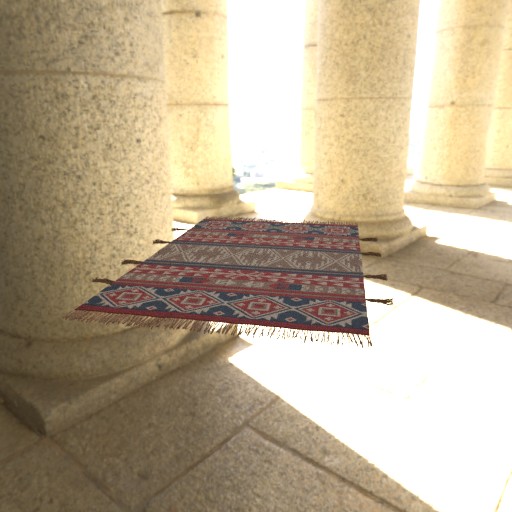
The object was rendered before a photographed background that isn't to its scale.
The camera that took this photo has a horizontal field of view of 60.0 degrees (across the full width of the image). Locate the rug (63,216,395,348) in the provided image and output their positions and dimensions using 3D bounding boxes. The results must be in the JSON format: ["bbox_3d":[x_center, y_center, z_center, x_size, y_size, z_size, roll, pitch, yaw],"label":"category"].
[{"bbox_3d":[0.000,0.000,3.179,1.778,0.048,2.450,3,17,11],"label":"rug"}]
